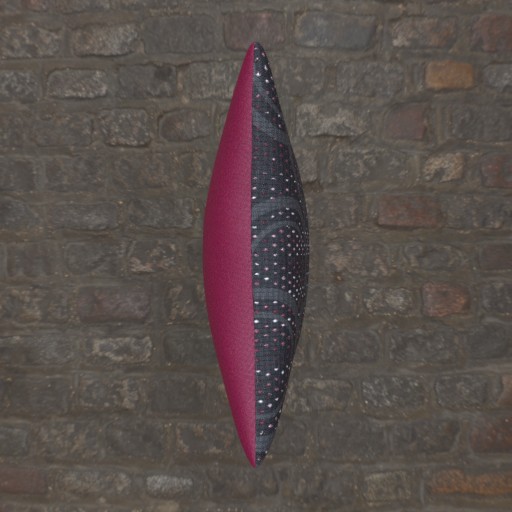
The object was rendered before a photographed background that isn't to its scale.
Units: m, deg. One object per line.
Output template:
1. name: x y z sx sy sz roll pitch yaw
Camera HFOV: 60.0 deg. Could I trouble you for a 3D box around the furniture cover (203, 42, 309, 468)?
1. furniture cover: 0.000 0.000 0.818 0.193 0.509 0.552 0 90 1
